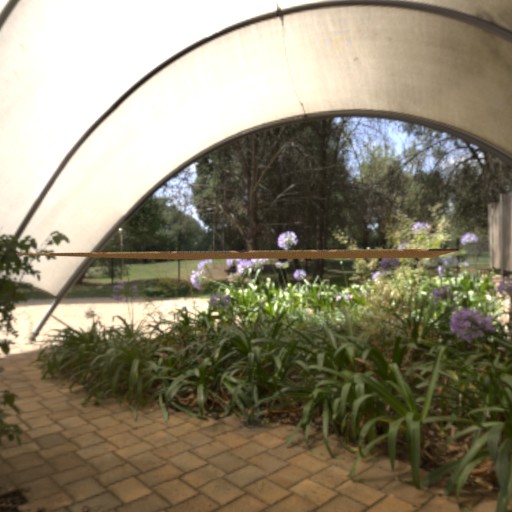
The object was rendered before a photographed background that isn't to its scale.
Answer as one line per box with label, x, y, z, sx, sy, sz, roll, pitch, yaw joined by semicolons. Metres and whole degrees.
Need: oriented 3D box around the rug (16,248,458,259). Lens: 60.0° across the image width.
rug;0.000;0.000;4.146;3.200;0.013;2.439;0;-1;18
